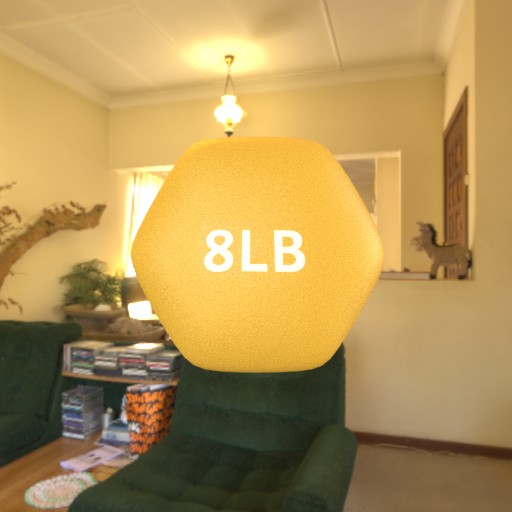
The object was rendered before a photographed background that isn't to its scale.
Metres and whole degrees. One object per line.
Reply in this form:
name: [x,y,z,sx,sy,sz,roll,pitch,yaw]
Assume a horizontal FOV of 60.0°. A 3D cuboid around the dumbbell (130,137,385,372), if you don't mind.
dumbbell: [0.000,0.000,0.235,0.090,0.082,0.190,0,0,0]
